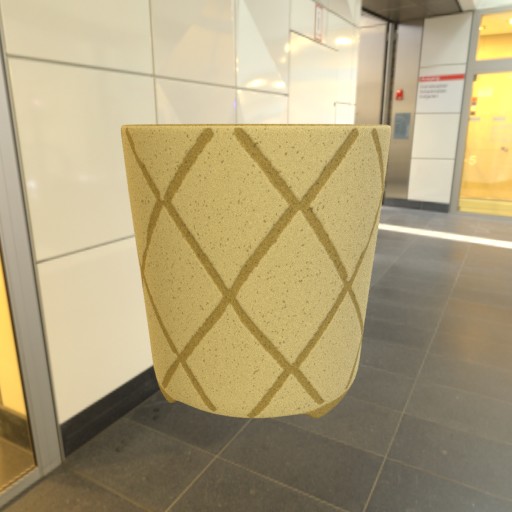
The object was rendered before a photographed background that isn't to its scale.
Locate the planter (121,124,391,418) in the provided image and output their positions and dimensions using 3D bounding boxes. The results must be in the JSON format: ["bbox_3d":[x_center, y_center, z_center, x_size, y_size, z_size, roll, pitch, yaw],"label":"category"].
[{"bbox_3d":[0.000,0.000,0.352,0.191,0.199,0.191,0,16,0],"label":"planter"}]
